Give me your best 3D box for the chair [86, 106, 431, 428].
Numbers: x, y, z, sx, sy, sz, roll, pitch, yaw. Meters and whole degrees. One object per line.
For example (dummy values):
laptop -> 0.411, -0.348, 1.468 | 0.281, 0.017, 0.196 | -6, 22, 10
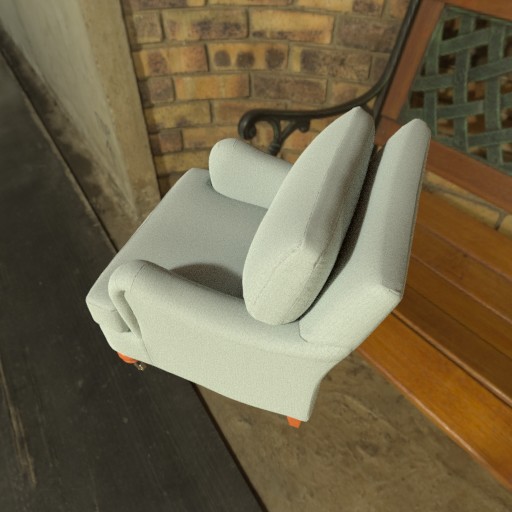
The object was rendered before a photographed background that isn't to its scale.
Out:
chair -> 0.000, 0.000, 1.801 | 1.070, 1.038, 0.955 | 15, 48, 14
